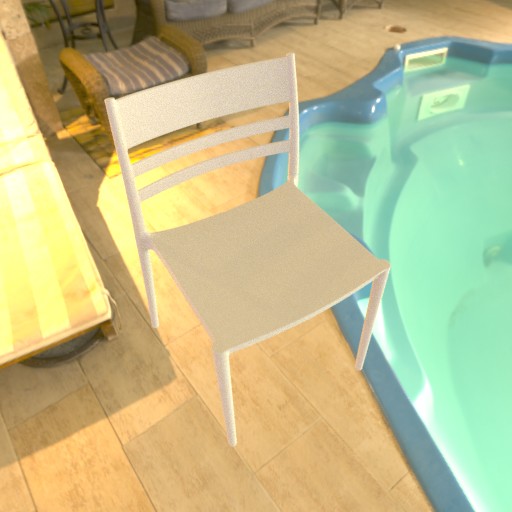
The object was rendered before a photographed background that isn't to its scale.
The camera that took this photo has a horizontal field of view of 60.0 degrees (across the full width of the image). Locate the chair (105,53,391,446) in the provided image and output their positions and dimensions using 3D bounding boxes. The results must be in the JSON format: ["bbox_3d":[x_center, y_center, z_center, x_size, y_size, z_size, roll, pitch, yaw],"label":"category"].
[{"bbox_3d":[0.000,0.000,1.152,0.531,0.800,0.511,-23,50,-21],"label":"chair"}]
